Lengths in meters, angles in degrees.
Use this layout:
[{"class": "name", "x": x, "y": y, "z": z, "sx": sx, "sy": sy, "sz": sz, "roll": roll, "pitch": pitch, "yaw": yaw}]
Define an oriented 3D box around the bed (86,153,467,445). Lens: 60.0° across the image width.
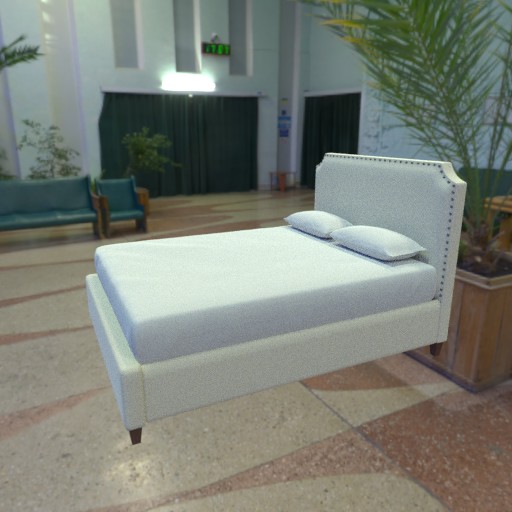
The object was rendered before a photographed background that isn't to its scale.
[{"class": "bed", "x": 0.000, "y": 0.000, "z": 3.364, "sx": 2.329, "sy": 1.415, "sz": 1.703, "roll": -8, "pitch": 18, "yaw": -25}]
